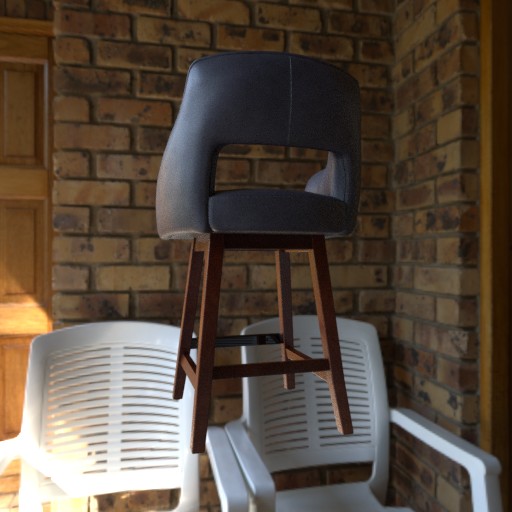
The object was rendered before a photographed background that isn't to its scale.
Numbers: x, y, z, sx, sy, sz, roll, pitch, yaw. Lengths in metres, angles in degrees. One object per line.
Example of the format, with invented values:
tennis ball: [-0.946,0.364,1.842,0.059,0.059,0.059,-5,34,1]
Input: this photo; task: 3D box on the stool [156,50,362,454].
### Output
stool: [0.000,0.000,1.277,0.550,0.936,0.560,0,0,-17]
